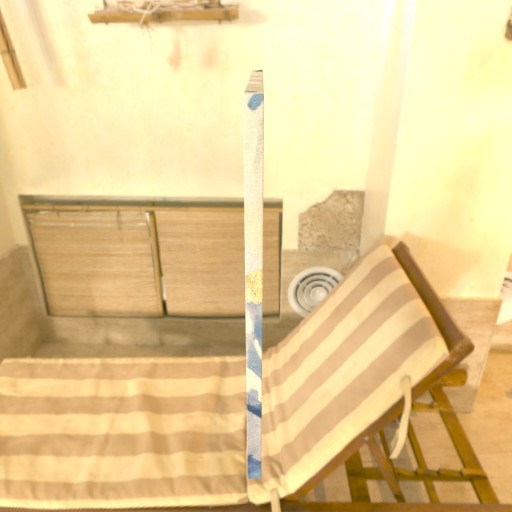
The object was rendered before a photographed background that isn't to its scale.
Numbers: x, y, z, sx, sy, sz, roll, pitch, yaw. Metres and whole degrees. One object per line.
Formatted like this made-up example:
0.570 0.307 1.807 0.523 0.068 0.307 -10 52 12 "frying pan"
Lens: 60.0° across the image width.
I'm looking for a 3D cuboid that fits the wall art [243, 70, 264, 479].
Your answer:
0.000 0.000 1.357 0.038 1.015 0.761 0 26 1 "wall art"
